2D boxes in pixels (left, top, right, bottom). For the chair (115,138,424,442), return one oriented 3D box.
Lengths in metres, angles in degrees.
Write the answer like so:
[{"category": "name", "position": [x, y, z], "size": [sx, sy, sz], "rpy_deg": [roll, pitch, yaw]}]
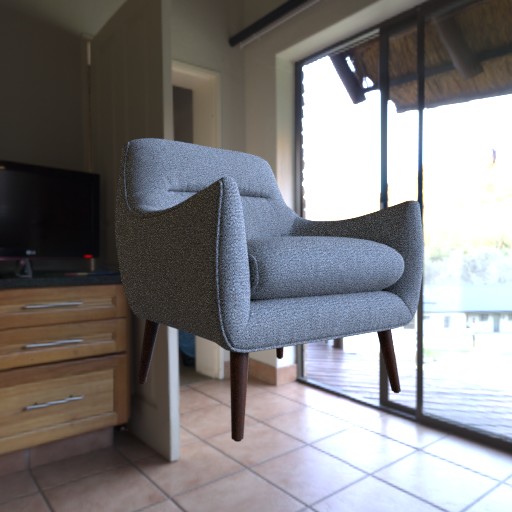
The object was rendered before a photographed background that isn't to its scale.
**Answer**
[{"category": "chair", "position": [0.000, 0.000, 1.446], "size": [0.762, 0.838, 0.787], "rpy_deg": [0, 0, -37]}]
